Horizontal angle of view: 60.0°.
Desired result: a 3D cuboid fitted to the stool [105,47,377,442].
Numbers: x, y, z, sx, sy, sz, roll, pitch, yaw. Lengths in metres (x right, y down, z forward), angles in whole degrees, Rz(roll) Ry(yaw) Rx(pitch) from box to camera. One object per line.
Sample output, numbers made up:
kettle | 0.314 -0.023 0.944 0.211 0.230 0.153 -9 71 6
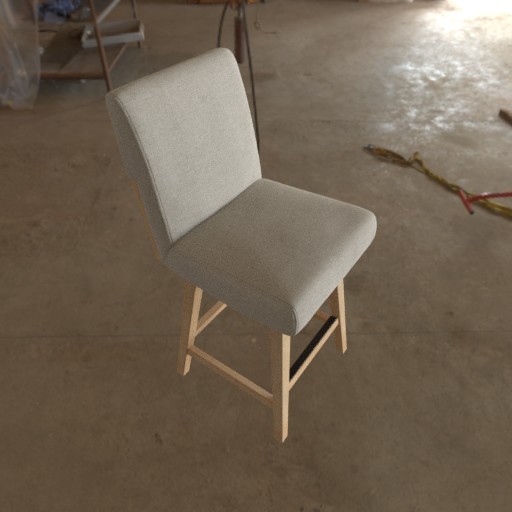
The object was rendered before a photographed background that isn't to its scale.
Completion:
stool | 0.000 0.000 1.430 0.606 1.085 0.507 25 48 26
